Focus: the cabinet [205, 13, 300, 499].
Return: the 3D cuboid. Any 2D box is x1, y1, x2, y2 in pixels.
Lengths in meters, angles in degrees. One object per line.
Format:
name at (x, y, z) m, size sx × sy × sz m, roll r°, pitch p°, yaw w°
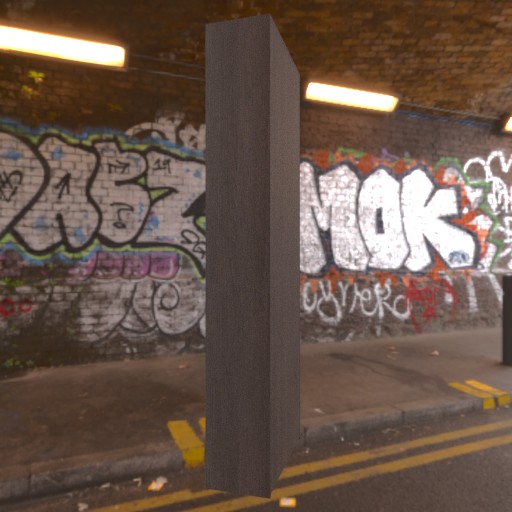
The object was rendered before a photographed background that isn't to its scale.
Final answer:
cabinet at (0.000, 0.000, 1.774) m, size 0.255 × 1.630 × 0.520 m, roll 0°, pitch 0°, yaw 17°
